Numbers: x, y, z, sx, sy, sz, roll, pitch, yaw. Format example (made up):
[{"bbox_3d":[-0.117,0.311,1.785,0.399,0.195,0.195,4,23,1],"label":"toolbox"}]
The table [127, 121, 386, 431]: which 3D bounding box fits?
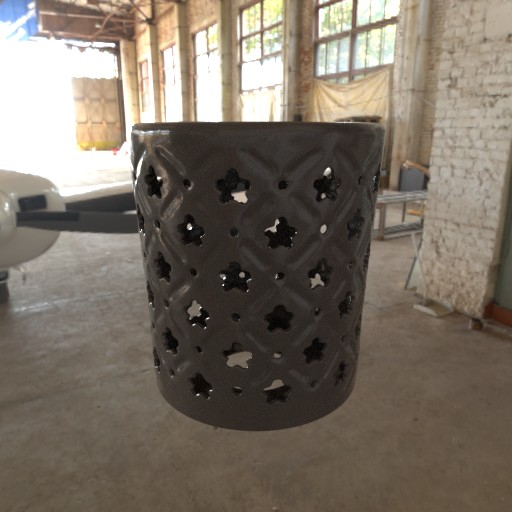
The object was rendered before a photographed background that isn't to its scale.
[{"bbox_3d":[0.000,0.000,0.669,0.352,0.387,0.352,0,16,0],"label":"table"}]
